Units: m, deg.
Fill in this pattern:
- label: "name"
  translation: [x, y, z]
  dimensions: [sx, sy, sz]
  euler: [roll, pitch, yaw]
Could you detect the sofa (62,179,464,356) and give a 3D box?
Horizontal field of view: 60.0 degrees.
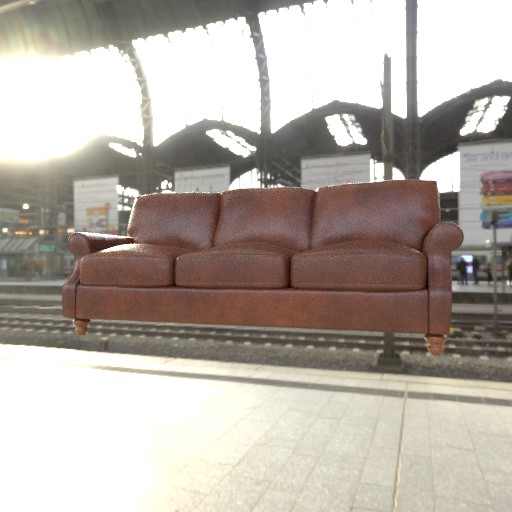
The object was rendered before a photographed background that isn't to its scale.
- label: "sofa"
  translation: [0.000, 0.000, 2.819]
  dimensions: [2.351, 0.977, 0.973]
  euler: [0, -1, 18]
